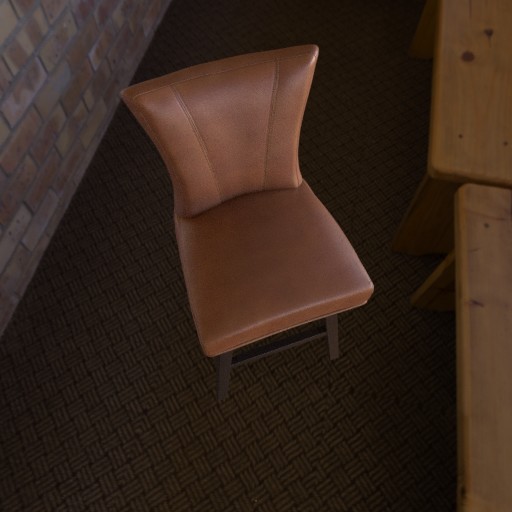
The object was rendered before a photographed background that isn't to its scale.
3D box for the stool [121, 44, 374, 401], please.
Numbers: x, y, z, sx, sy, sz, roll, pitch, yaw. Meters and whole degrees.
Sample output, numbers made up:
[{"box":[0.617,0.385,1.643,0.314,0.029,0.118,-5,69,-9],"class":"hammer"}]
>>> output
[{"box":[0.000,0.000,1.443,0.522,1.094,0.585,-17,63,-9],"class":"stool"}]
